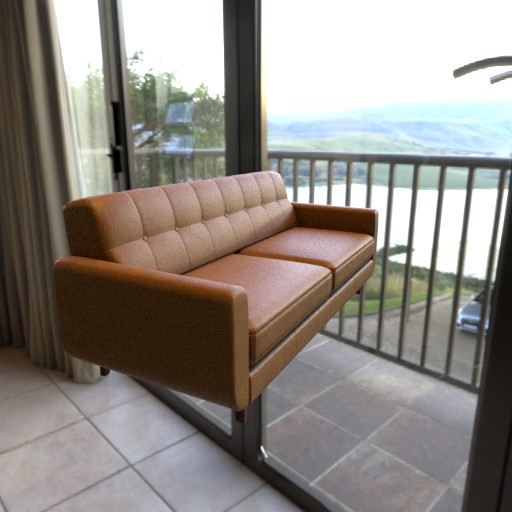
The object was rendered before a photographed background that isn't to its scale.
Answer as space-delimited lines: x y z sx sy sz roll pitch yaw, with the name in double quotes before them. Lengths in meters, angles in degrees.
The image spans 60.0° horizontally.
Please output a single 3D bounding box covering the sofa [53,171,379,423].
"sofa" 0.000 0.000 2.668 0.980 0.892 2.137 8 17 27
